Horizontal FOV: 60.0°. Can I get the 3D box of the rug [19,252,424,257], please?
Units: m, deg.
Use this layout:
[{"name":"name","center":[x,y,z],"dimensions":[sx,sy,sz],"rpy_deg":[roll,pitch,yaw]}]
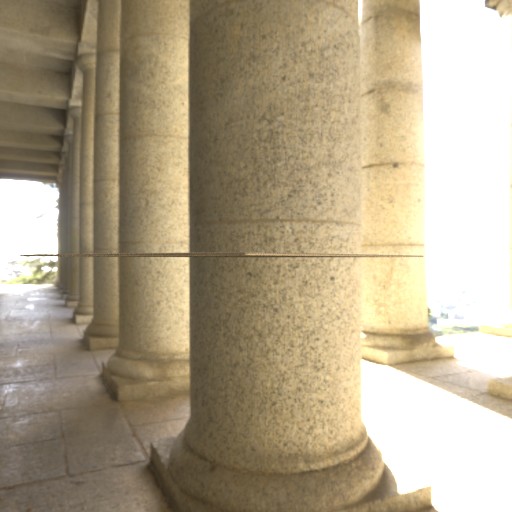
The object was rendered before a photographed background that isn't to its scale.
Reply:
[{"name":"rug","center":[0.000,0.000,2.882],"dimensions":[1.524,0.011,2.286],"rpy_deg":[0,0,35]}]
